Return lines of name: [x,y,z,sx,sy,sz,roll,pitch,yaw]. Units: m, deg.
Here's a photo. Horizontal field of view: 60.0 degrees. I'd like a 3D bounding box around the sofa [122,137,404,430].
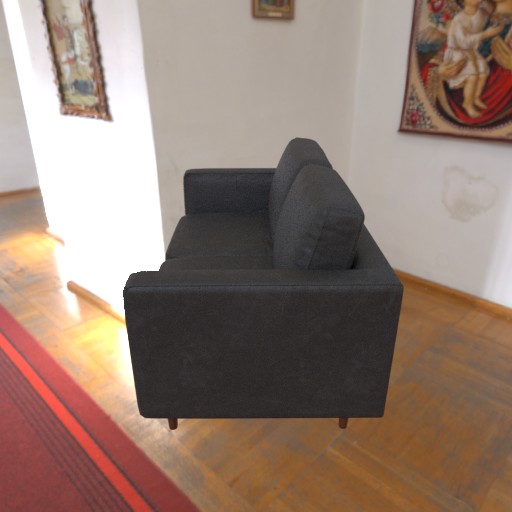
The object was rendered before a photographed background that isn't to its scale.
sofa: [0.000,0.000,2.061,0.879,0.899,1.430,0,25,0]
